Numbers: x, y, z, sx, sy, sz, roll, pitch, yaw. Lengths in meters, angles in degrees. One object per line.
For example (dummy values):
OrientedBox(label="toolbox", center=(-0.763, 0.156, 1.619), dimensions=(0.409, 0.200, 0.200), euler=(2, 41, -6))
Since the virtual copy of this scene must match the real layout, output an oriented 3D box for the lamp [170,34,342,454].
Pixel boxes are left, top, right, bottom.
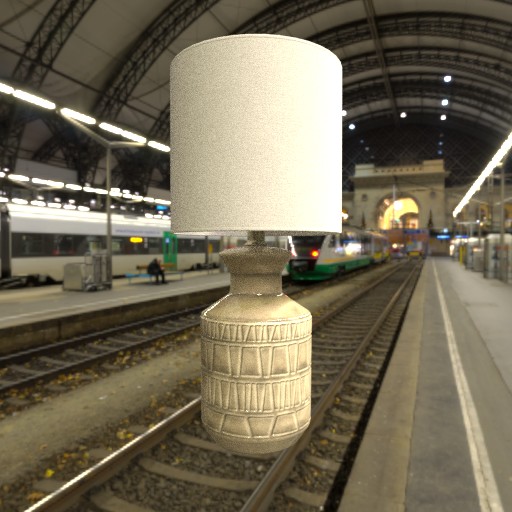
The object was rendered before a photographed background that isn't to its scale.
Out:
OrientedBox(label="lamp", center=(0.000, 0.000, 0.559), dimensions=(0.211, 0.455, 0.211), euler=(0, 1, 0))
